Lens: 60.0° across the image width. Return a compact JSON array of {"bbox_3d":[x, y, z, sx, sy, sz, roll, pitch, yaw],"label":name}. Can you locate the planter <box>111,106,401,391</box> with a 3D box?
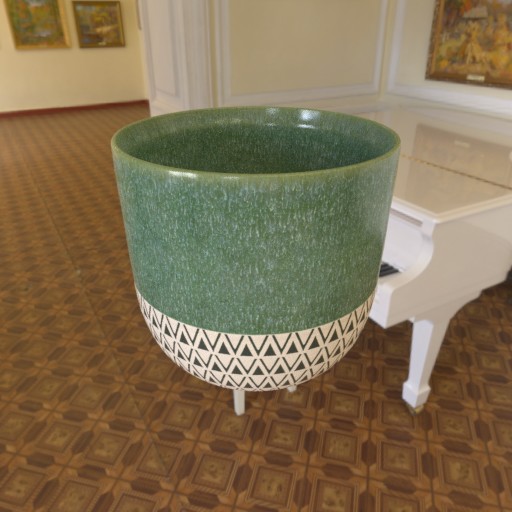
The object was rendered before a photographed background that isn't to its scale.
[{"bbox_3d":[0.000,0.000,0.485,0.266,0.270,0.266,0,28,0],"label":"planter"}]
